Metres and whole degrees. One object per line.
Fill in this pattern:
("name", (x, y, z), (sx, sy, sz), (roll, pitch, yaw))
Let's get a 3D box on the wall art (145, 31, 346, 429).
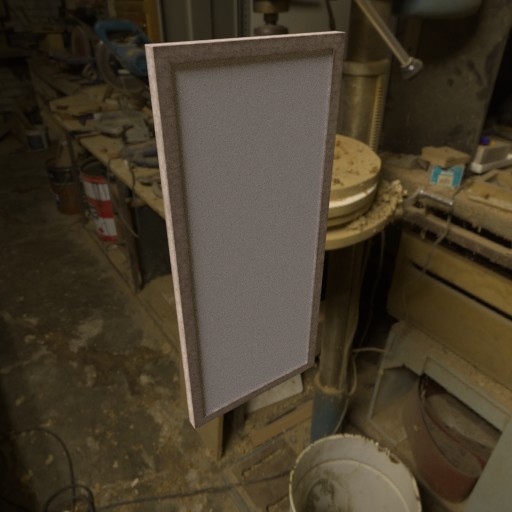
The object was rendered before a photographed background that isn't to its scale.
("wall art", (0.000, 0.000, 1.646), (0.648, 1.461, 0.051), (-19, 37, -28))
